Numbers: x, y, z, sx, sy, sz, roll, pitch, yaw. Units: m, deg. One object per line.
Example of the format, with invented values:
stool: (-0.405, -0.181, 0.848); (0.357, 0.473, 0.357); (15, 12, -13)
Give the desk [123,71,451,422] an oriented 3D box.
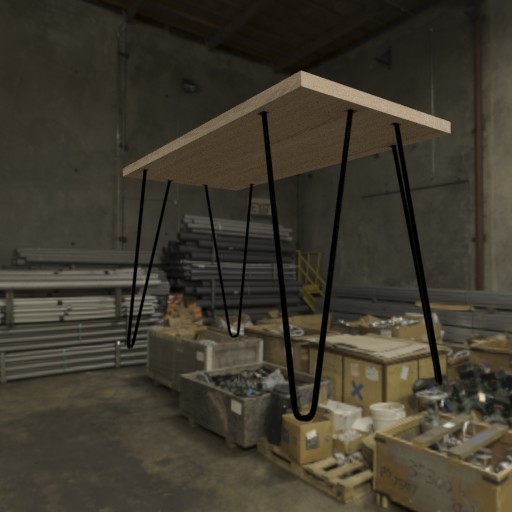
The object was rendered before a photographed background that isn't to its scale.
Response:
desk: (0.000, 0.000, 1.367); (0.499, 0.660, 0.991); (1, -2, -35)
